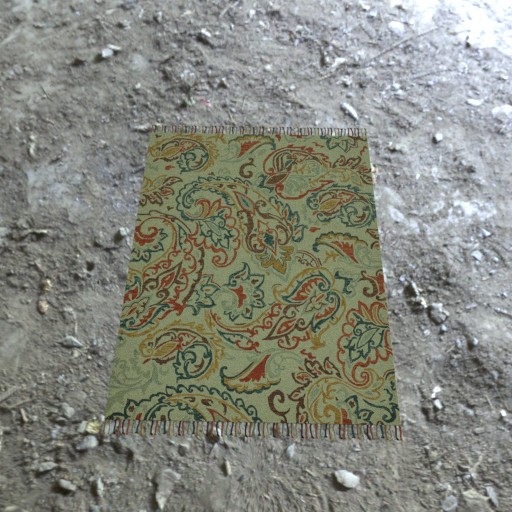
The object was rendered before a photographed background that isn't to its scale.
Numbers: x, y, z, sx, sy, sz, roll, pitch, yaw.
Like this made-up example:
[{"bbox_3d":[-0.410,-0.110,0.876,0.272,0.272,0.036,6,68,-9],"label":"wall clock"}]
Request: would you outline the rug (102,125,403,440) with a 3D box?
[{"bbox_3d":[0.000,0.000,4.310,2.439,0.015,3.274,1,64,1],"label":"rug"}]
